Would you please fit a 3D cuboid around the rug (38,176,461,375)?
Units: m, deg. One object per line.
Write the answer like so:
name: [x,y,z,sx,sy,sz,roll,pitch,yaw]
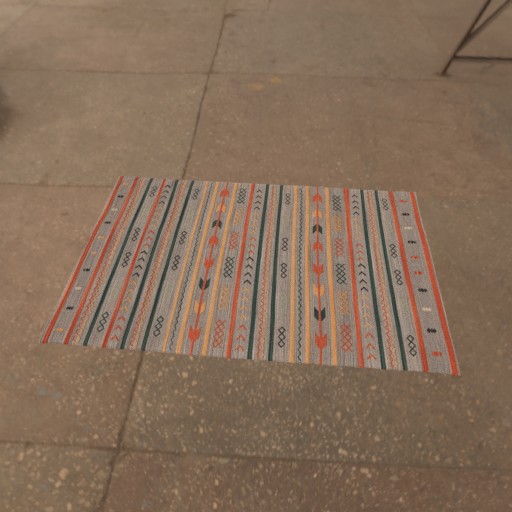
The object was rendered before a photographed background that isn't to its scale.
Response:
rug: [0.000,0.000,2.323,1.835,0.017,1.220,4,47,3]
